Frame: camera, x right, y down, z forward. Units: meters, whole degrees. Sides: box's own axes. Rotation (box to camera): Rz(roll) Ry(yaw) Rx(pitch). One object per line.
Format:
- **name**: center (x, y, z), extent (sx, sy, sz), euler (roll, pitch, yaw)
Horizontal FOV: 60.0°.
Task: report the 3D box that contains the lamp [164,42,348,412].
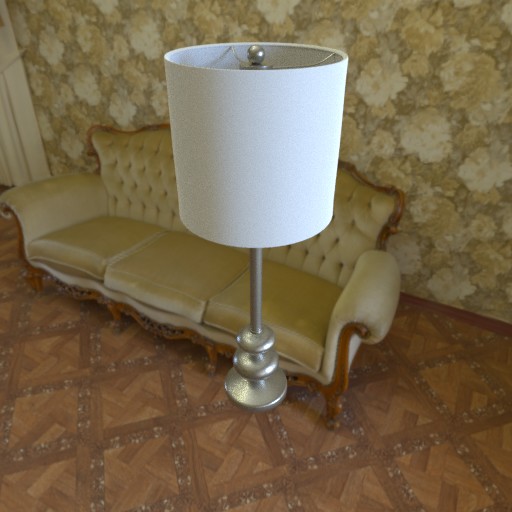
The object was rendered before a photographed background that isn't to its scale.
- **lamp**: center (0.000, 0.000, 0.795), extent (0.254, 0.690, 0.254), euler (-10, 34, -16)
